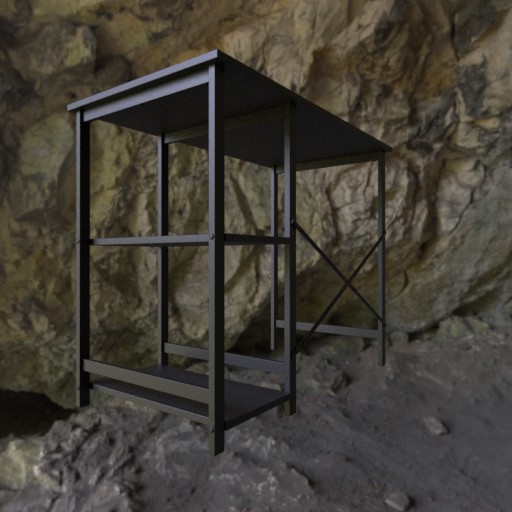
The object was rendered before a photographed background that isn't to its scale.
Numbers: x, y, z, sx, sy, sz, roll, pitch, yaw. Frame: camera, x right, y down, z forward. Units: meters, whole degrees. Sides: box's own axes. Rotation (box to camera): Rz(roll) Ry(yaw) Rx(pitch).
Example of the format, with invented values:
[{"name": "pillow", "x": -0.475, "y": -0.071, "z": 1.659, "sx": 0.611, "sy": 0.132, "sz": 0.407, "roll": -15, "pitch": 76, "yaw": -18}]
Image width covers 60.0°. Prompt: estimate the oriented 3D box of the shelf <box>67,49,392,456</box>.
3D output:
[{"name": "shelf", "x": 0.000, "y": 0.000, "z": 1.312, "sx": 0.498, "sy": 0.749, "sz": 0.902, "roll": 0, "pitch": 0, "yaw": 37}]
